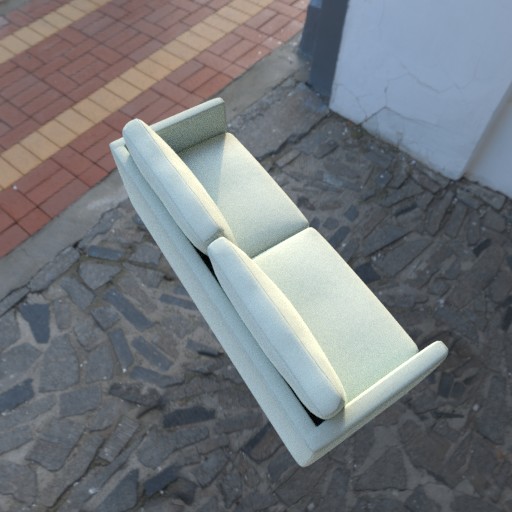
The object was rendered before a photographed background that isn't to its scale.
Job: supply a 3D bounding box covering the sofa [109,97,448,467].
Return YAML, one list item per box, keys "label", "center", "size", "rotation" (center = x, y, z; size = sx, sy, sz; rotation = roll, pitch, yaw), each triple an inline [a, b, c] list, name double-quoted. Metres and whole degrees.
- label: "sofa"
  center: [0.000, 0.000, 2.969]
  size: [0.948, 0.965, 2.434]
  rotation: [-29, 63, -16]
